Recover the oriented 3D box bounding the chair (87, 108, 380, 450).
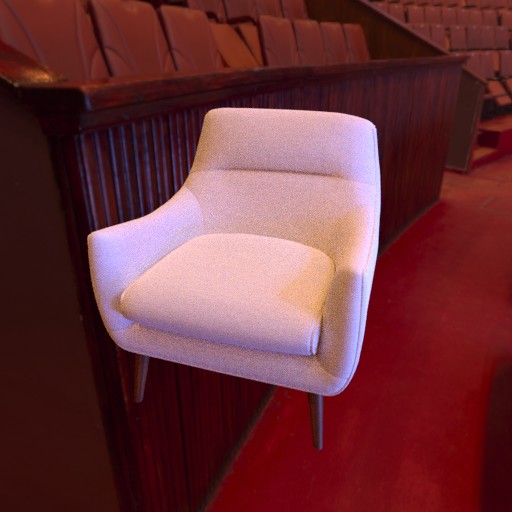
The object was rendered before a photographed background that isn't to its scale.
[{"bbox_3d":[0.000,0.000,1.454,0.762,0.838,0.787,8,27,16],"label":"chair"}]
